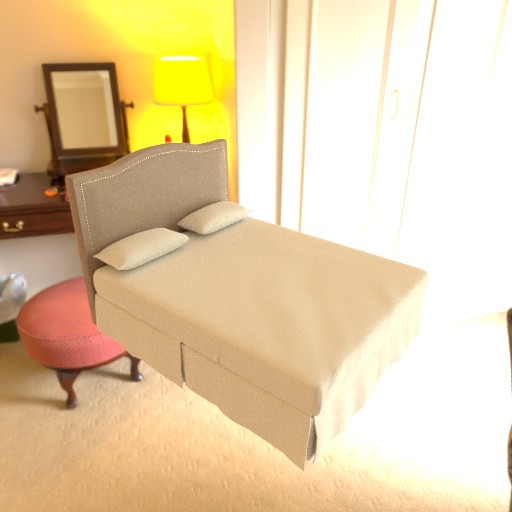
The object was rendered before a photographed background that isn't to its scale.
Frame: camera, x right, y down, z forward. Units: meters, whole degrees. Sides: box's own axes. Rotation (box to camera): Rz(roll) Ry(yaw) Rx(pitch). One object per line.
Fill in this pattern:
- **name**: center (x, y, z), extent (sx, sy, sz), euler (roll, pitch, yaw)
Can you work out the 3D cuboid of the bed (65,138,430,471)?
- **bed**: center (0.000, 0.000, 3.505), extent (2.282, 1.436, 1.821), euler (20, 33, 34)
